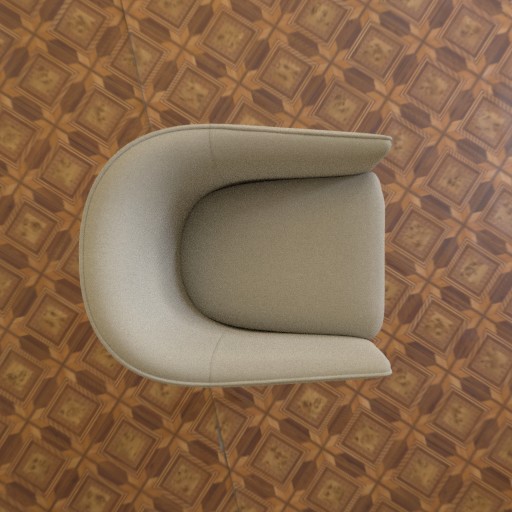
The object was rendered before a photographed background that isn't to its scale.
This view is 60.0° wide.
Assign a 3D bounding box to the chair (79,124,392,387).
[{"bbox_3d":[0.000,0.000,1.470,0.875,0.799,0.747,0,90,0],"label":"chair"}]
